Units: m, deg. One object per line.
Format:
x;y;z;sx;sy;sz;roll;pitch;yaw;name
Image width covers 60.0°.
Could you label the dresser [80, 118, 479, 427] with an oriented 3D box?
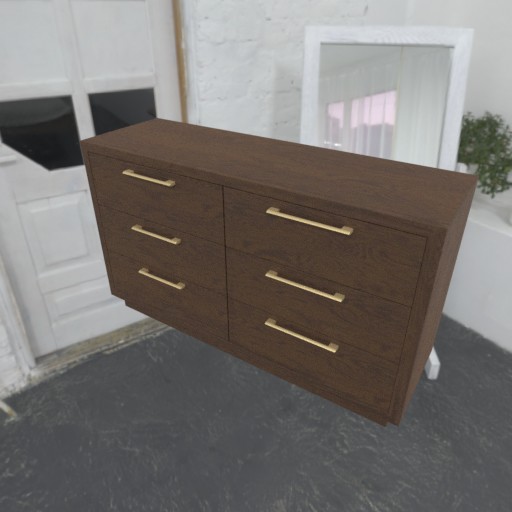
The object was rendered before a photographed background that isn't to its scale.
0.000;0.000;1.944;1.523;0.889;0.512;18;35;28;dresser
